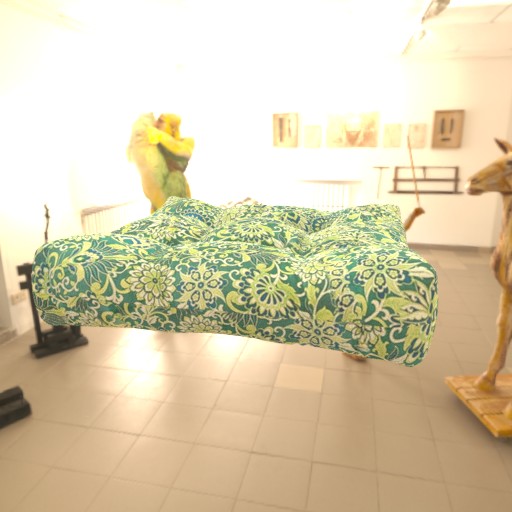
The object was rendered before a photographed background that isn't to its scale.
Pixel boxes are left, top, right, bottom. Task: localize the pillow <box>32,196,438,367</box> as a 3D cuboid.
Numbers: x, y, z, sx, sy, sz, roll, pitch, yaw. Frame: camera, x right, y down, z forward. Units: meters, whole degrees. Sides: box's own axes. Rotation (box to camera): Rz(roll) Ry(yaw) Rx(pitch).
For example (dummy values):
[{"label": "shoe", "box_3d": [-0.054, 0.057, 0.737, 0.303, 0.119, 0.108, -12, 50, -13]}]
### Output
[{"label": "pillow", "box_3d": [0.000, 0.000, 0.711, 0.490, 0.128, 0.468, 3, 16, 11]}]
